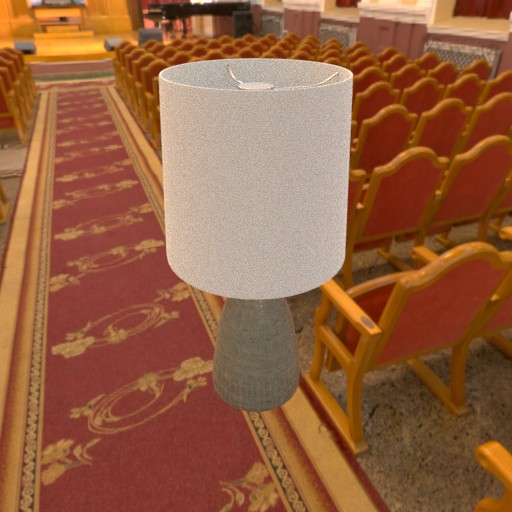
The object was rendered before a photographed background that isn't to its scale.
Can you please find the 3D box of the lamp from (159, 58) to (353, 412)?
[{"bbox_3d":[0.000,0.000,0.475,0.186,0.369,0.186,0,31,0],"label":"lamp"}]
